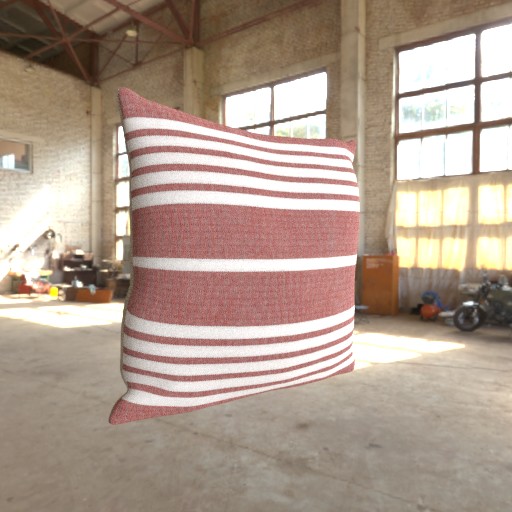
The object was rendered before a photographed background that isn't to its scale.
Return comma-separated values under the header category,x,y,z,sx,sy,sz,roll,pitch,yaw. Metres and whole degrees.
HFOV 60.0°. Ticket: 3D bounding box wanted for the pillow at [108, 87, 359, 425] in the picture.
category,x,y,z,sx,sy,sz,roll,pitch,yaw
pillow,0.000,0.000,0.674,0.439,0.427,0.182,0,1,-35
